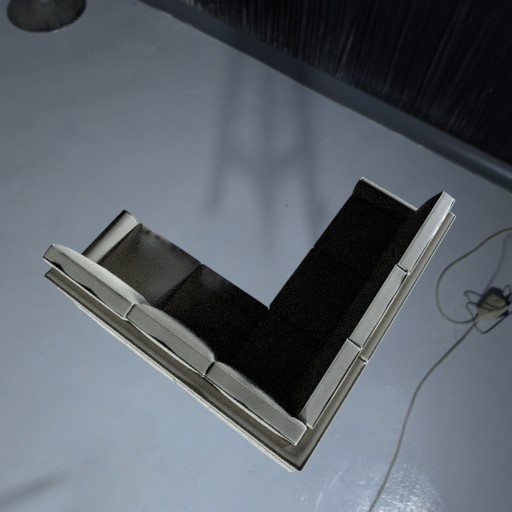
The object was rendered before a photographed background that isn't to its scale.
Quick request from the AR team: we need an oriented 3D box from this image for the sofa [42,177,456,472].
[{"bbox_3d":[0.000,0.000,4.121,2.623,1.081,2.618,33,68,15],"label":"sofa"}]
